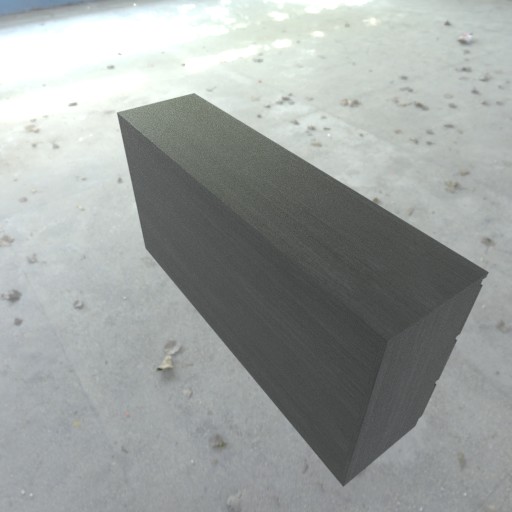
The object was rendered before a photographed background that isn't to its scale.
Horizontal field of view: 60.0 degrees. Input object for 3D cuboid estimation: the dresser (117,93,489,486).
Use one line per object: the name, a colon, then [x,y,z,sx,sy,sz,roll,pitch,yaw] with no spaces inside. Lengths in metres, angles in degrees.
dresser: [0.000,0.000,1.851,0.400,0.795,1.590,-25,47,-26]
